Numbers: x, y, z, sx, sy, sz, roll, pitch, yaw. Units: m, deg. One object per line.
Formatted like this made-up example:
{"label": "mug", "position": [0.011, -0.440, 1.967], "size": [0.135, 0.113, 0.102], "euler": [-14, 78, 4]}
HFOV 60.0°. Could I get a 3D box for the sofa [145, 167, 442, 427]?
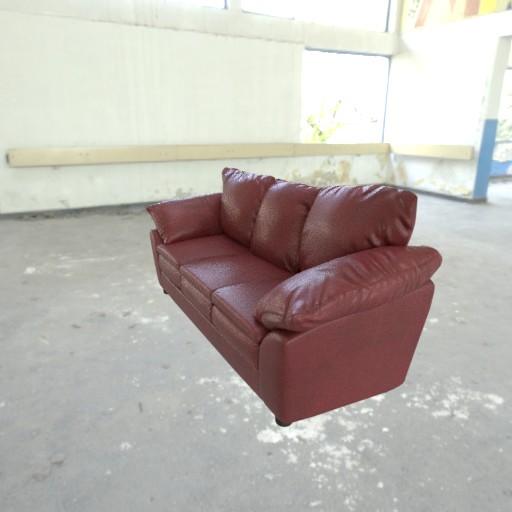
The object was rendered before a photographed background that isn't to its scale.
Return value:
{"label": "sofa", "position": [0.000, 0.000, 2.922], "size": [0.907, 1.091, 2.390], "euler": [-8, 18, -26]}
